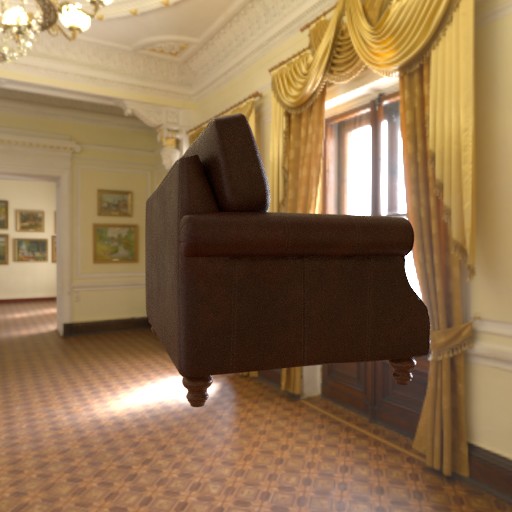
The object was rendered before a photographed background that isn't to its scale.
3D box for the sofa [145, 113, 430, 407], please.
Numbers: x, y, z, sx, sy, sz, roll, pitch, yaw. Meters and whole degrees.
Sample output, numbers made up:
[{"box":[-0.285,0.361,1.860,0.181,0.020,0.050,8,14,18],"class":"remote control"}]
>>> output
[{"box":[0.000,0.000,2.233,0.990,0.976,1.616,0,1,-18],"class":"sofa"}]
